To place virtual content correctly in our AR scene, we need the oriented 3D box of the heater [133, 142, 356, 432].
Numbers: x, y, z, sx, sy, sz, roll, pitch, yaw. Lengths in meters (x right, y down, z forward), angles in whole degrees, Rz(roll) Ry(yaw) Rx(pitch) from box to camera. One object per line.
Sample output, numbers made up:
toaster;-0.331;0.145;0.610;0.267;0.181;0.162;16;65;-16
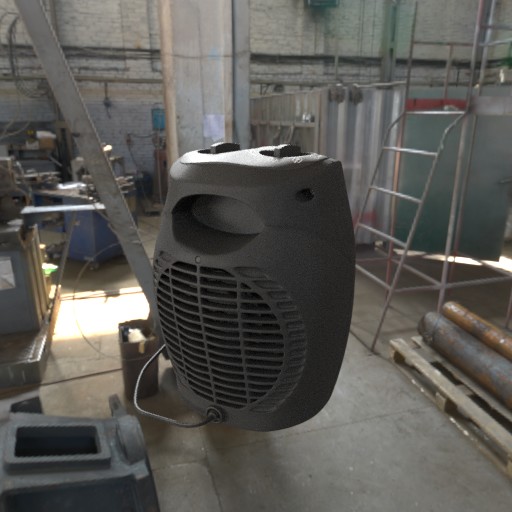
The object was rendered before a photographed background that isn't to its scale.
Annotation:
heater;0.000;0.000;0.473;0.239;0.240;0.291;9;20;27
